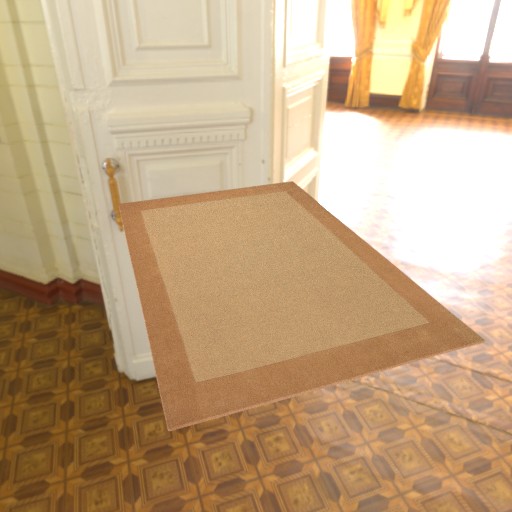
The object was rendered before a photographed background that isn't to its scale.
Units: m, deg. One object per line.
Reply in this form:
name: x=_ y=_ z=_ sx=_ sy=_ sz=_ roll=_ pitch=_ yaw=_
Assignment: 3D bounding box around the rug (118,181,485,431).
rug: x=0.000 y=0.000 z=2.270 sx=1.219 sy=0.014 sz=1.829 roll=-10 pitch=32 yaw=-17
